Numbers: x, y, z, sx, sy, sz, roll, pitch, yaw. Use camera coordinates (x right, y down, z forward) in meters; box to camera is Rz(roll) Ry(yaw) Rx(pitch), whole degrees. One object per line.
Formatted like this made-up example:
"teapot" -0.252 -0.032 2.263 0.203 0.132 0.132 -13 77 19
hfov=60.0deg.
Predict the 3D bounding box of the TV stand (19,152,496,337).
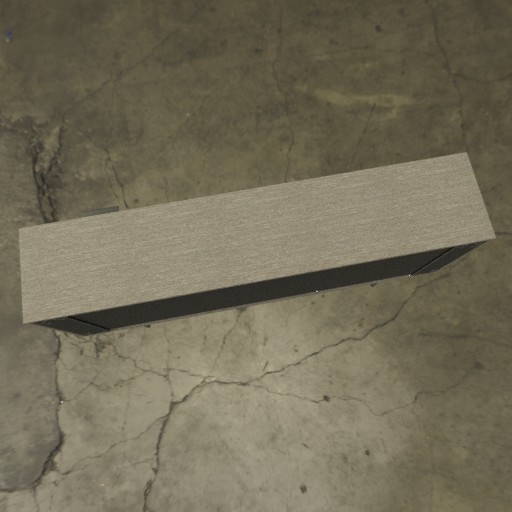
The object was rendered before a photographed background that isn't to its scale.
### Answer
"TV stand" 0.000 0.000 2.093 1.804 0.787 0.405 -10 75 -3
